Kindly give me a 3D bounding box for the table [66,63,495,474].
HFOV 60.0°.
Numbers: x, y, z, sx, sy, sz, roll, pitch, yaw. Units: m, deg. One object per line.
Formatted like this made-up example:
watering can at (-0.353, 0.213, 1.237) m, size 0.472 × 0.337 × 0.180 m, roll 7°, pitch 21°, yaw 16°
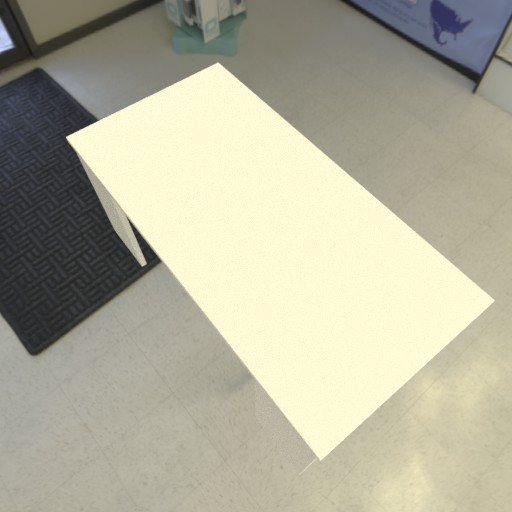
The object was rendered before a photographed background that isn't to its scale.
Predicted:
table at (0.000, 0.000, 1.247) m, size 0.500 × 0.440 × 1.000 m, roll -34°, pitch 65°, yaw -18°
